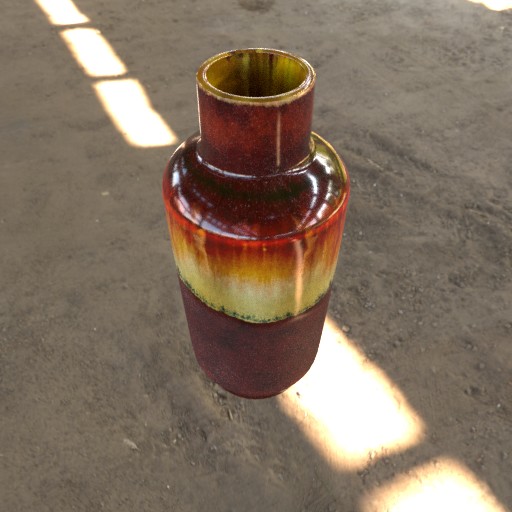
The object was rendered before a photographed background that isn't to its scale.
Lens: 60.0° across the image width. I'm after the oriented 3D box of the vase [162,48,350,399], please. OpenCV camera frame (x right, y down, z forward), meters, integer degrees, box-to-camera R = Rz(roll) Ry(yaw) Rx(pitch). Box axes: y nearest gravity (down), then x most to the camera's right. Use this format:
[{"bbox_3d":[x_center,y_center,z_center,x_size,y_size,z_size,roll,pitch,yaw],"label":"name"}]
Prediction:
[{"bbox_3d":[0.000,0.000,0.309,0.111,0.261,0.111,0,47,0],"label":"vase"}]
